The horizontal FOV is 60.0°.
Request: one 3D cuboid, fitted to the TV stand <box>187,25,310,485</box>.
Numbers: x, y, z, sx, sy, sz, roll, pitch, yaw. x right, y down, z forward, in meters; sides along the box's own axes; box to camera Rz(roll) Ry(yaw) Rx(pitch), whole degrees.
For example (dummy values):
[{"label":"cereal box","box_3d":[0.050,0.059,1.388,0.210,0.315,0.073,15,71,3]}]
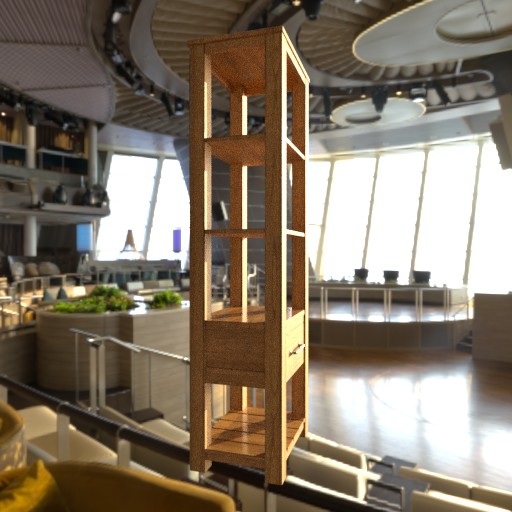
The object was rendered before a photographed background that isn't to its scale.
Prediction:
[{"label":"TV stand","box_3d":[0.000,0.000,2.082,0.435,1.828,0.565,0,0,18]}]
